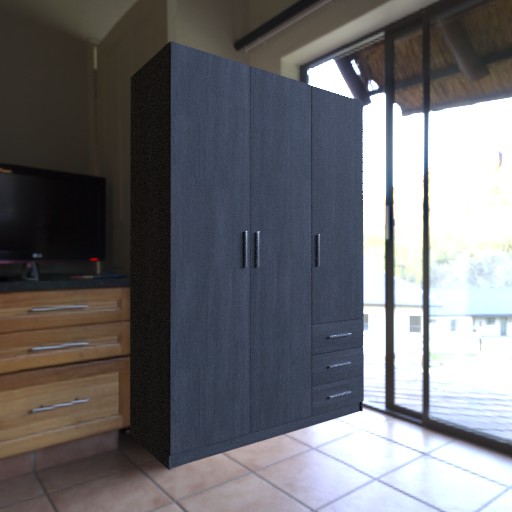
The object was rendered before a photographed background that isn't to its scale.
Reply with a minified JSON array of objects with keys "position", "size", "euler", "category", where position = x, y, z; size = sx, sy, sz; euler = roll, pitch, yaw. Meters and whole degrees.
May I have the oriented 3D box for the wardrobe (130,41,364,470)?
[{"position":[0.000,0.000,2.541],"size":[1.290,1.910,0.510],"euler":[0,0,-36],"category":"wardrobe"}]
